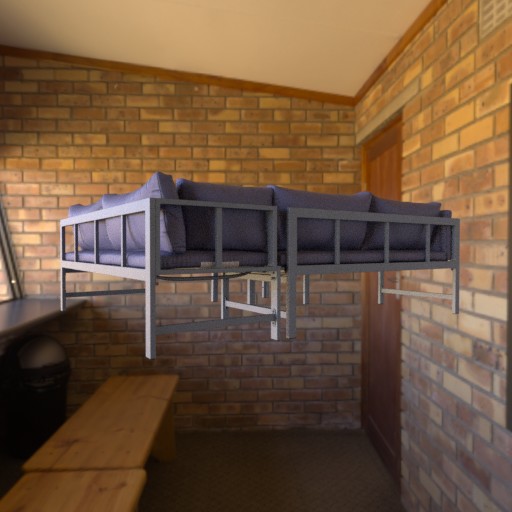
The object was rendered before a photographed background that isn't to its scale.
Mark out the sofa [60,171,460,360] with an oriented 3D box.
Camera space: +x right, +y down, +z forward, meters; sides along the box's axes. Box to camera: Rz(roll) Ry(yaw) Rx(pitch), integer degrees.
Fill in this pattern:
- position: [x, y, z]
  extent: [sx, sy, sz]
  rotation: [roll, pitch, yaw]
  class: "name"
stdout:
- position: [0.000, 0.000, 3.003]
  extent: [2.149, 0.762, 1.658]
  rotation: [-1, 1, -35]
  class: "sofa"
